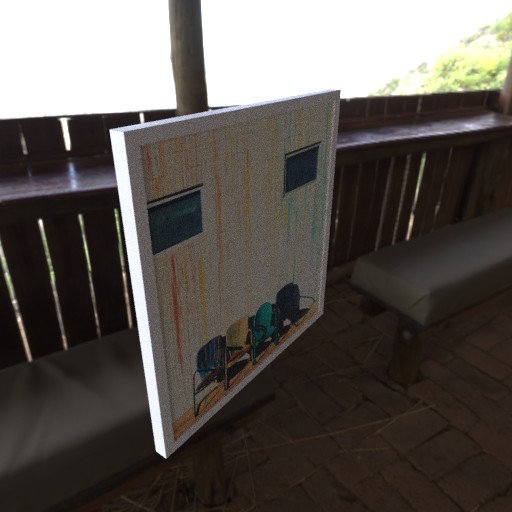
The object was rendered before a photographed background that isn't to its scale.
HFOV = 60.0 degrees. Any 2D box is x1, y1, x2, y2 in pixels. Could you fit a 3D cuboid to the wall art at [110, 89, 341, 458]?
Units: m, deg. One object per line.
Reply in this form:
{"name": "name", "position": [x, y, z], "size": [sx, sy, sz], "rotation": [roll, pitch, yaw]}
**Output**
{"name": "wall art", "position": [0.000, 0.000, 1.163], "size": [0.036, 0.760, 0.760], "rotation": [18, 32, 32]}
